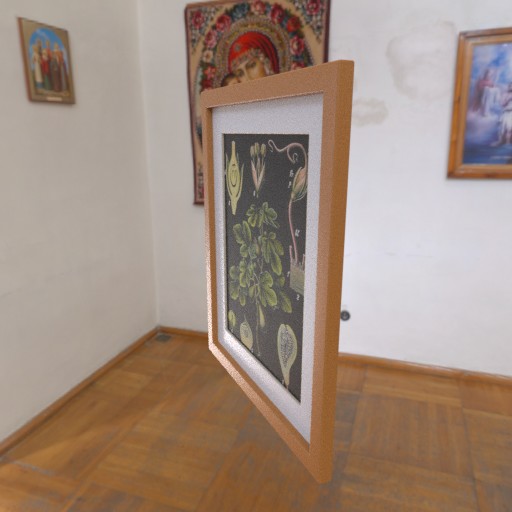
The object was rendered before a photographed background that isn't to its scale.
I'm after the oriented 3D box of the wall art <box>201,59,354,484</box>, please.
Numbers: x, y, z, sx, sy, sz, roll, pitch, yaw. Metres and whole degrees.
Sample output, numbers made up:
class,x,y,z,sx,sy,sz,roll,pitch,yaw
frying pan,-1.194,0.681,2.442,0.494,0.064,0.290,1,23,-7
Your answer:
class,x,y,z,sx,sy,sz,roll,pitch,yaw
wall art,0.000,0.000,0.748,0.022,0.553,0.452,-7,17,-25
